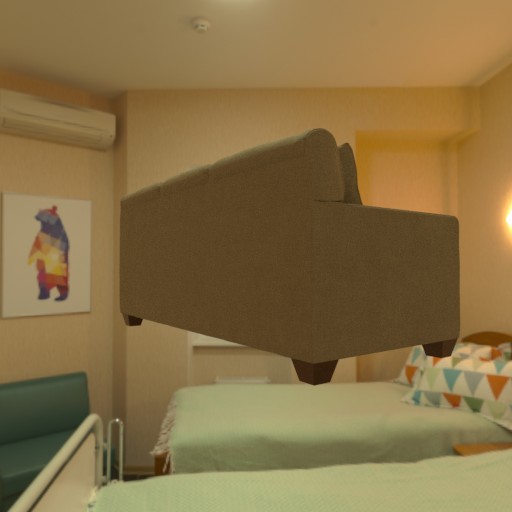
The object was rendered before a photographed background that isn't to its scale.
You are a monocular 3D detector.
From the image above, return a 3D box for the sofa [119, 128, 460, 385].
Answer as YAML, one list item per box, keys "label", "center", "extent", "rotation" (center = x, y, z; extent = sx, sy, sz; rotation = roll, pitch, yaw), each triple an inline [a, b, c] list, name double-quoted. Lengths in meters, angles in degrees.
- label: "sofa"
  center: [0.000, 0.000, 2.624]
  extent: [0.997, 0.958, 2.024]
  rotation: [1, -1, -36]
